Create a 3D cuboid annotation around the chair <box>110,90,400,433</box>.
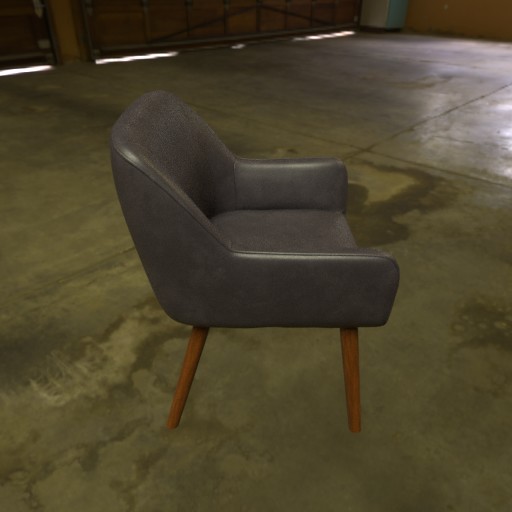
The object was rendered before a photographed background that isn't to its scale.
[{"bbox_3d":[0.000,0.000,1.245,0.610,0.828,0.610,-1,32,-1],"label":"chair"}]
